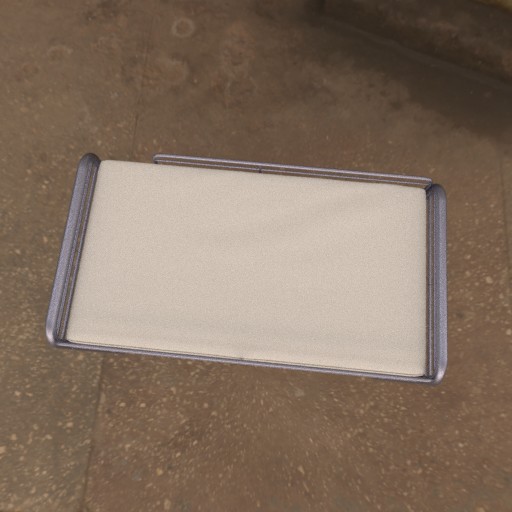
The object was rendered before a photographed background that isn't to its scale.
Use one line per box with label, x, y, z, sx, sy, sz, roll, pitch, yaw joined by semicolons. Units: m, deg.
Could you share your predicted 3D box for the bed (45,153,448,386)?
bed;0.000;0.000;2.895;1.965;1.288;1.415;5;76;1
